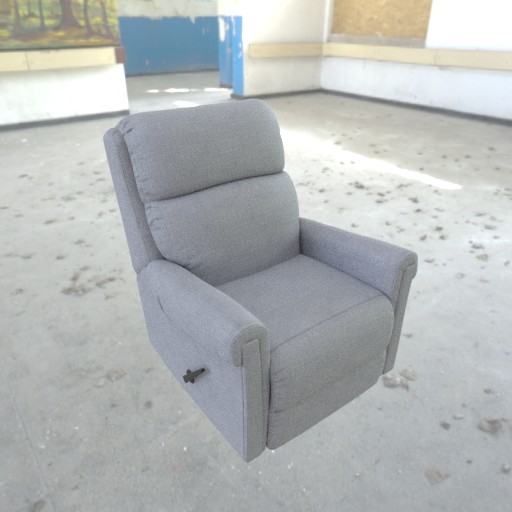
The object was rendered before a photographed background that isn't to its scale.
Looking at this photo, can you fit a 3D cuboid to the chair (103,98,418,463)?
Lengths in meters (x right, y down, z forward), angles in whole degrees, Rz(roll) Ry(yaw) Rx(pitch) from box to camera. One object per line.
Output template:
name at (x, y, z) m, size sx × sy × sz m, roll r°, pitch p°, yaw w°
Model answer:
chair at (0.000, 0.000, 1.757) m, size 0.838 × 1.054 × 1.014 m, roll -19°, pitch 34°, yaw -32°
